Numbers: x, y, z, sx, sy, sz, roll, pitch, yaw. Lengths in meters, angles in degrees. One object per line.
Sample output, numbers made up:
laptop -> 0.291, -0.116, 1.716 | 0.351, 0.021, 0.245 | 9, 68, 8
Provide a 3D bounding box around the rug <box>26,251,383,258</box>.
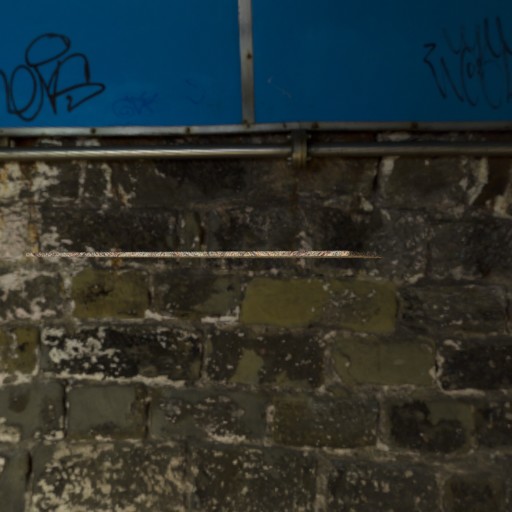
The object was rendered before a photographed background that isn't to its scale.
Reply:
rug -> 0.000, 0.000, 2.208 | 1.143, 0.014, 1.761 | 0, 0, 19
